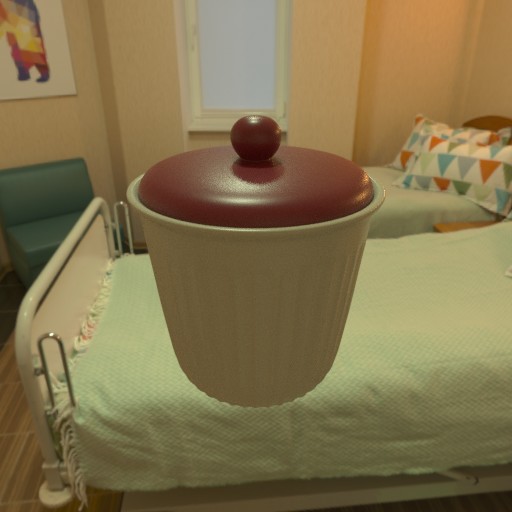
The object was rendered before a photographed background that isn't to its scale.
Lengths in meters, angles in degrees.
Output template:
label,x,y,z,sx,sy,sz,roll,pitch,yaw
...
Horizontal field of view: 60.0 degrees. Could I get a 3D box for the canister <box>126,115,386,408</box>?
label,x,y,z,sx,sy,sz,roll,pitch,yaw
canister,0.000,0.000,0.345,0.181,0.211,0.181,0,26,0
